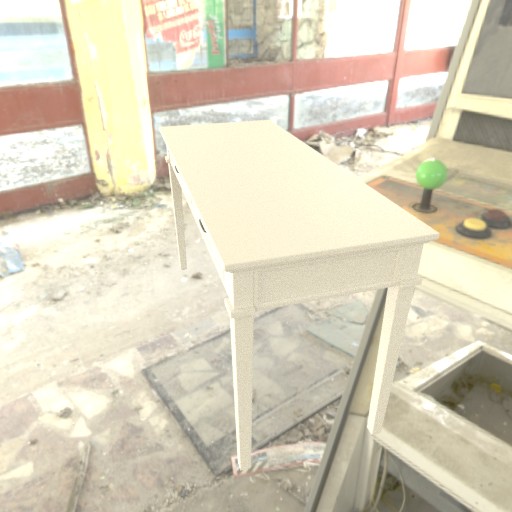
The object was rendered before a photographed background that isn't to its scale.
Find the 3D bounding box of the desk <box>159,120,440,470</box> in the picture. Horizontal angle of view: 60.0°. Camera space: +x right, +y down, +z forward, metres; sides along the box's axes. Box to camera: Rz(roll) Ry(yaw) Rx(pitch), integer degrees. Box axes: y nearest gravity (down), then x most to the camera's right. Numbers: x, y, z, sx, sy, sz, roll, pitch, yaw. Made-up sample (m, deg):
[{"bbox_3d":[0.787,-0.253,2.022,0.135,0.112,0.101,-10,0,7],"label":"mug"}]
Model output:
[{"bbox_3d":[0.000,0.000,1.810,0.559,0.774,1.372,-8,30,-15],"label":"desk"}]
